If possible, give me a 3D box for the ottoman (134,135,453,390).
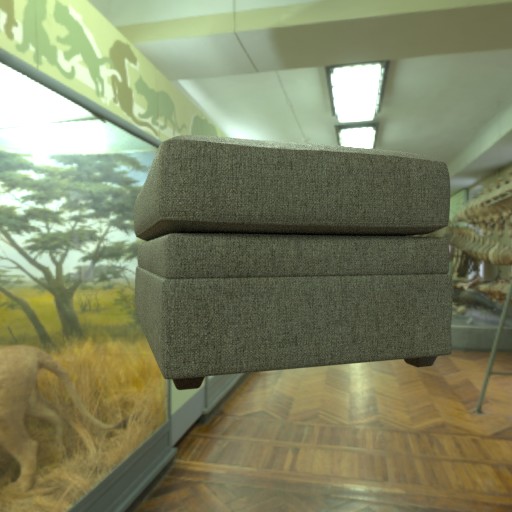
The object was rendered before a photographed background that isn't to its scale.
[{"bbox_3d":[0.000,0.000,1.248,0.637,0.478,0.885,0,0,-18],"label":"ottoman"}]
